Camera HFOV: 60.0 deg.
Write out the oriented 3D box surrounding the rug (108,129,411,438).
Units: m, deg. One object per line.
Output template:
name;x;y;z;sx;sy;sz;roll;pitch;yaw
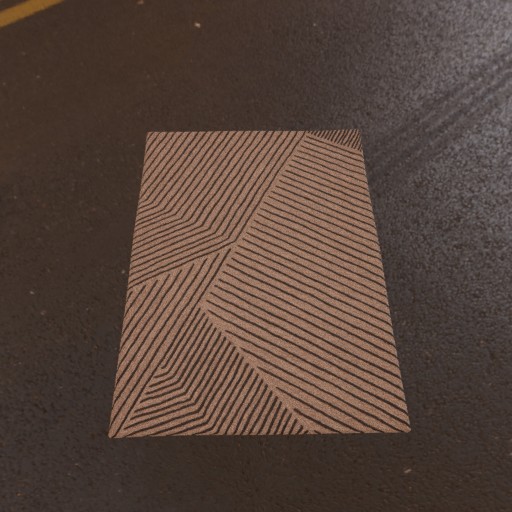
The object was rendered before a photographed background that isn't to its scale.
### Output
rug;0.000;0.000;3.247;1.829;0.028;2.449;-1;62;-1
